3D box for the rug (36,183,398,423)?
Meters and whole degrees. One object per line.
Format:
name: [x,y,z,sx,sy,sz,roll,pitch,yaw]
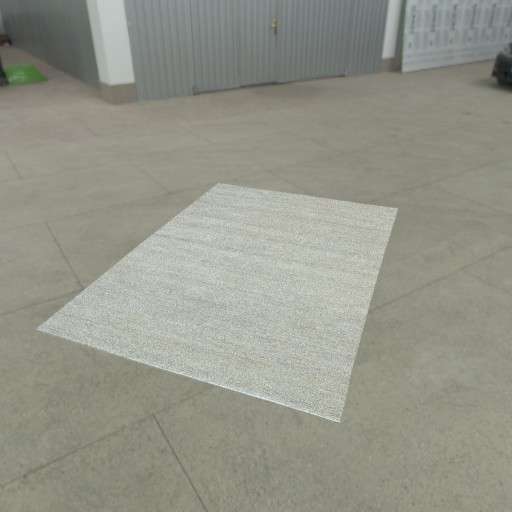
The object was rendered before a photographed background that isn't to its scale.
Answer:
rug: [0.000,0.000,2.978,1.624,0.030,2.264,11,33,18]
